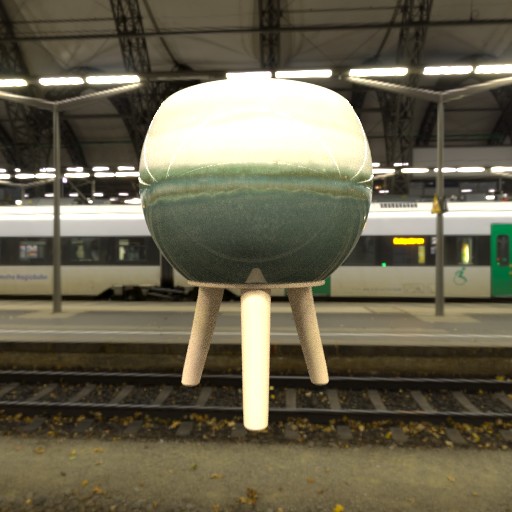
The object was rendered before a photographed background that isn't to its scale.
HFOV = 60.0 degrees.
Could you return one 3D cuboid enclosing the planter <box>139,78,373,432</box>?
[{"bbox_3d":[0.000,0.000,0.434,0.222,0.278,0.222,0,0,0],"label":"planter"}]
